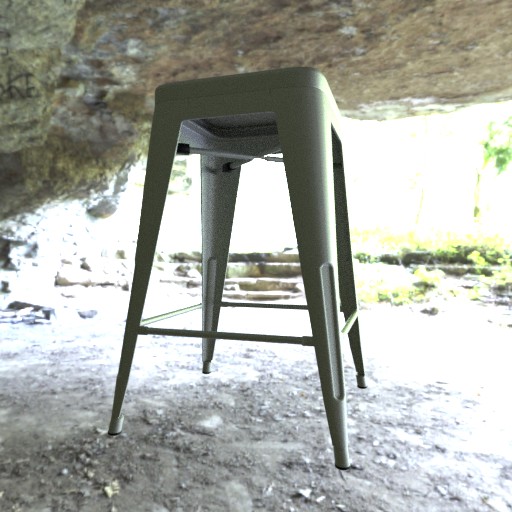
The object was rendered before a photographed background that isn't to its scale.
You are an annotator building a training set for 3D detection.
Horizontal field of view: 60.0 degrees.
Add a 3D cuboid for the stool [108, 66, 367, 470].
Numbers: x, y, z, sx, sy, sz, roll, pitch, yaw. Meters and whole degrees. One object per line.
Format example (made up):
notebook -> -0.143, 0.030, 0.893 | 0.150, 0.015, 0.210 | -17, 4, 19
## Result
stool -> 0.000, 0.000, 0.882 | 0.410, 0.608, 0.410 | 0, 1, 18
